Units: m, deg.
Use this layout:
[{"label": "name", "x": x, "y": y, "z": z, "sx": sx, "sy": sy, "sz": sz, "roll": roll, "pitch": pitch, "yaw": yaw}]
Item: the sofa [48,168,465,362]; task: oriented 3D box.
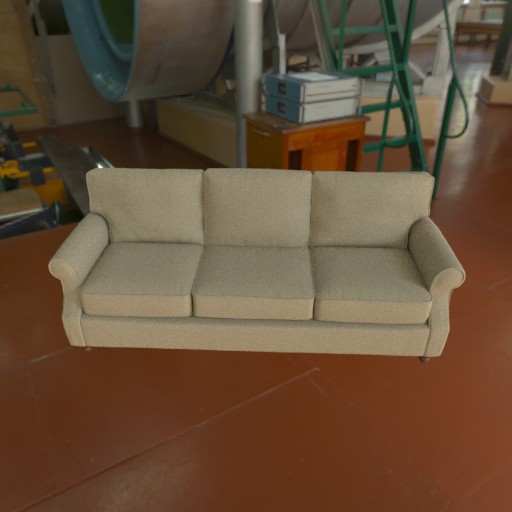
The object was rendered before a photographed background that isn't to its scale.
[{"label": "sofa", "x": 0.000, "y": 0.000, "z": 2.815, "sx": 2.354, "sy": 0.948, "sz": 0.966, "roll": 1, "pitch": 31, "yaw": 2}]
